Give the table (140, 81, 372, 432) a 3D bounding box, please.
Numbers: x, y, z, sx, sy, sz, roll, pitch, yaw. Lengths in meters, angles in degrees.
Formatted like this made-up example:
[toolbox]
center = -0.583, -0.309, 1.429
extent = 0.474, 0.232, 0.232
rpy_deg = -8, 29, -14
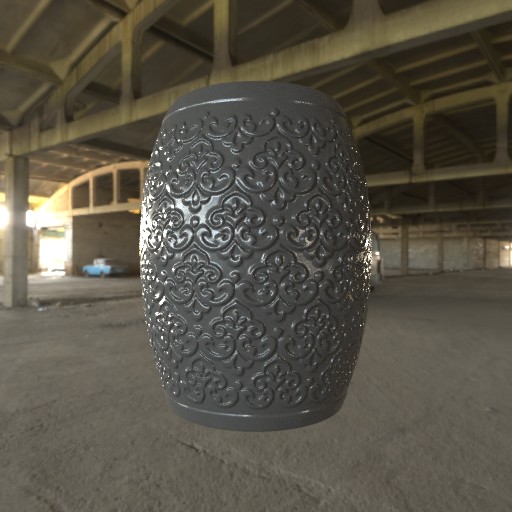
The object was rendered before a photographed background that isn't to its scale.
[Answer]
[table]
center = 0.000, 0.000, 0.610
extent = 0.309, 0.397, 0.309
rpy_deg = 0, 0, 0
